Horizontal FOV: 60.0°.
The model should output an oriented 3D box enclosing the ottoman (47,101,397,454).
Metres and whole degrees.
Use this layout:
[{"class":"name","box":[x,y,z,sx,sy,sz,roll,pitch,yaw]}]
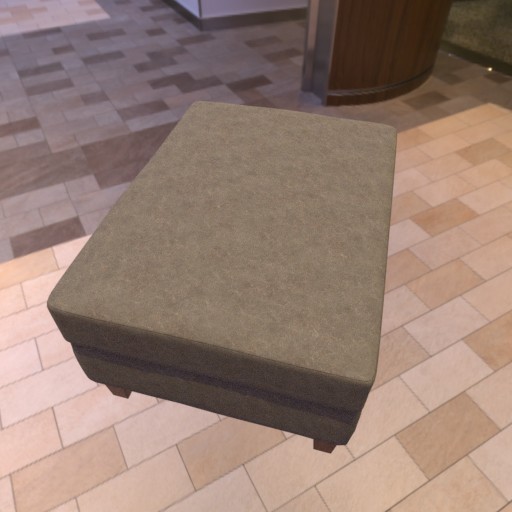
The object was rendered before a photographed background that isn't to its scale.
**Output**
[{"class":"ottoman","box":[0.000,0.000,1.195,0.639,0.464,0.839,11,47,10]}]
